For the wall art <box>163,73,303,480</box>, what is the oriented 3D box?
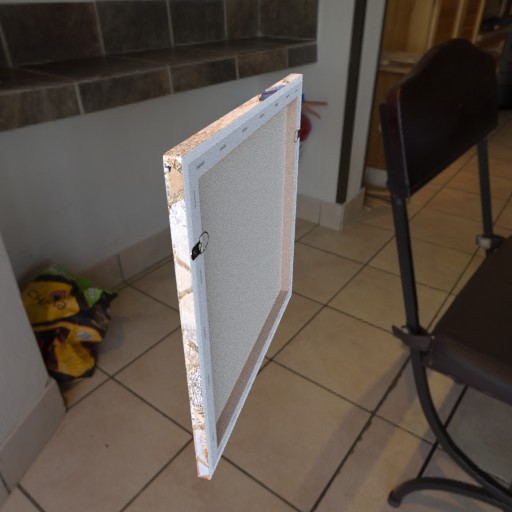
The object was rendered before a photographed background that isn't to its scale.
[{"bbox_3d":[0.000,0.000,1.354,0.039,0.914,0.912,10,32,15],"label":"wall art"}]
